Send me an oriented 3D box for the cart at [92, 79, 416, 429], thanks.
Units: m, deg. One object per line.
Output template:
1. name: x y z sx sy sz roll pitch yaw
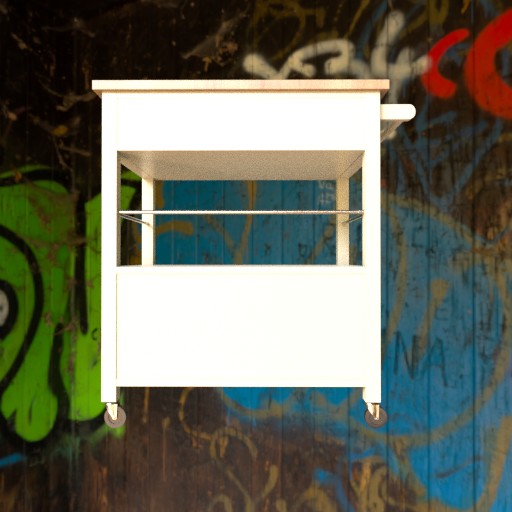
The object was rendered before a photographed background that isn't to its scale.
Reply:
1. cart: 0.000 0.000 1.363 0.840 0.901 0.459 0 0 0
